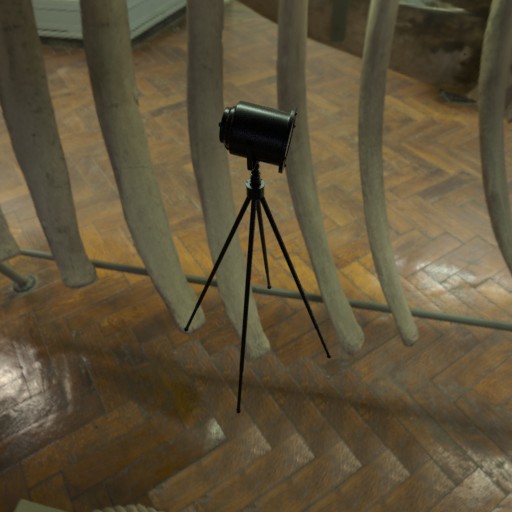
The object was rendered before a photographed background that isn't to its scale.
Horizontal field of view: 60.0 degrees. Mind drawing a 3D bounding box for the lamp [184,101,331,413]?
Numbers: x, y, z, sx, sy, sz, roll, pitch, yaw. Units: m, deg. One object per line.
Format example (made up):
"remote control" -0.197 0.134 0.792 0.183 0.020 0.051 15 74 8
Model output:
"lamp" 0.000 0.000 2.070 0.884 1.504 0.879 9 47 8
